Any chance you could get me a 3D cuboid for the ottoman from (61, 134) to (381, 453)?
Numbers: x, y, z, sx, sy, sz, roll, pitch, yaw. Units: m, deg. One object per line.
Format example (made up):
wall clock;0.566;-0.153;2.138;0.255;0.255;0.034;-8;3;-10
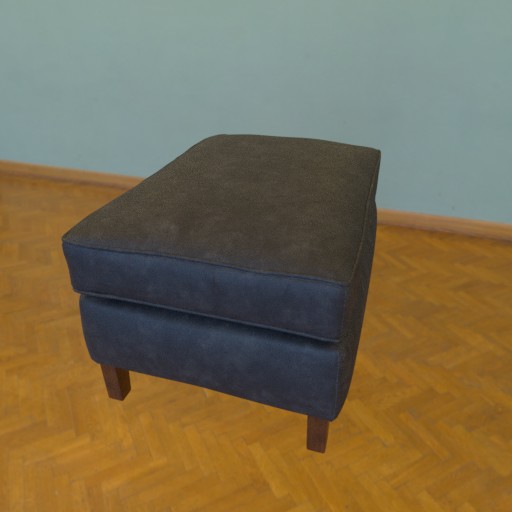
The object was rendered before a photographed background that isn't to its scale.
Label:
ottoman;0.000;0.000;0.987;0.501;0.413;0.665;9;31;15
